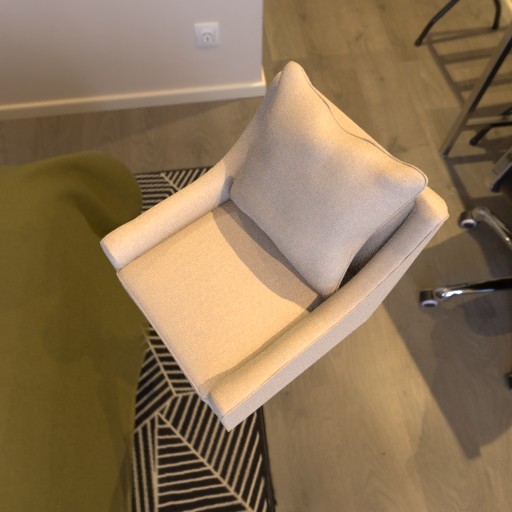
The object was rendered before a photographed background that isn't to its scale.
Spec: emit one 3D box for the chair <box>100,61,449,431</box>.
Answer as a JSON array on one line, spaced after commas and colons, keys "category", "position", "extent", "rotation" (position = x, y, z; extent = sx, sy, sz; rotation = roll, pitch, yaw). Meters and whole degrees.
[{"category": "chair", "position": [0.000, 0.000, 1.593], "extent": [0.876, 0.942, 0.760], "rotation": [-35, 69, -16]}]
